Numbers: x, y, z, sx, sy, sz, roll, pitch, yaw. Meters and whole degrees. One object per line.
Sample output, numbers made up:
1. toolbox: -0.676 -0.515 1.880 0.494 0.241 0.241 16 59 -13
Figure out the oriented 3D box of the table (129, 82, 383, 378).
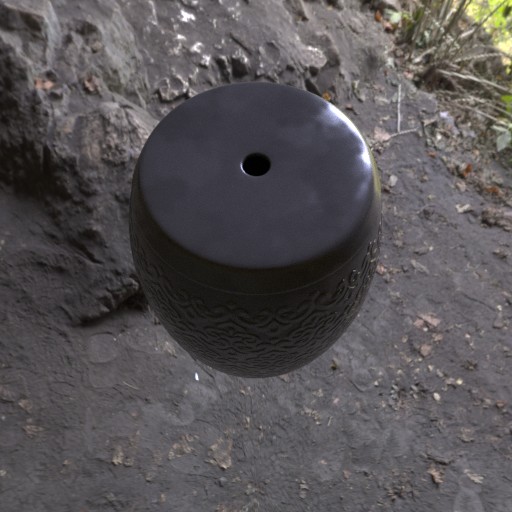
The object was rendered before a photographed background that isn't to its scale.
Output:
1. table: 0.000 0.000 0.607 0.309 0.397 0.309 0 63 0
